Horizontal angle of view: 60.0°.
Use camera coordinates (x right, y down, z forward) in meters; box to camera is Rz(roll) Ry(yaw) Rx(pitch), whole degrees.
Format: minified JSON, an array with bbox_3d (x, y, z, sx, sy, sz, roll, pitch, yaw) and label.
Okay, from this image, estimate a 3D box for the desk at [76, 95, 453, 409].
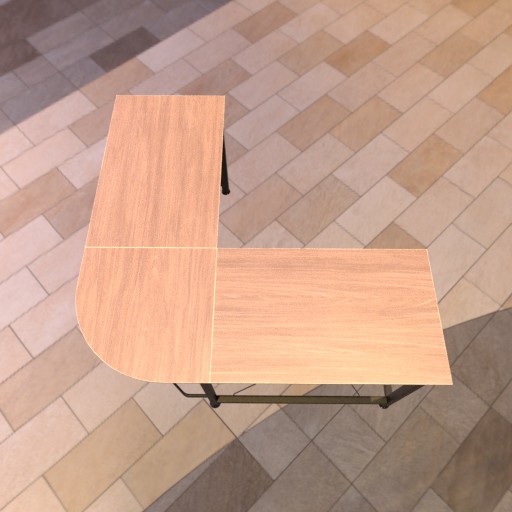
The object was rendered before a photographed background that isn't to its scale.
[{"bbox_3d":[0.000,0.000,2.226,1.400,0.762,1.400,0,63,0],"label":"desk"}]
